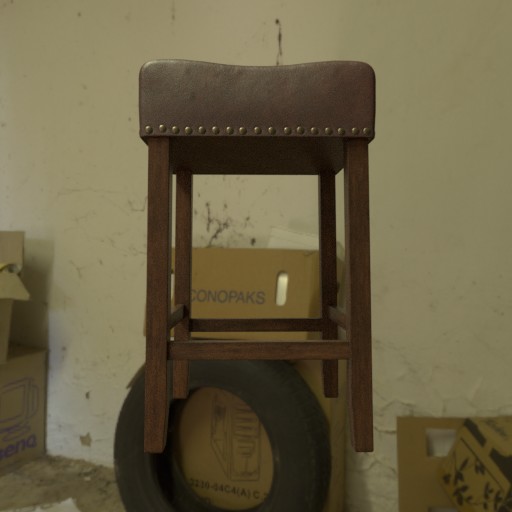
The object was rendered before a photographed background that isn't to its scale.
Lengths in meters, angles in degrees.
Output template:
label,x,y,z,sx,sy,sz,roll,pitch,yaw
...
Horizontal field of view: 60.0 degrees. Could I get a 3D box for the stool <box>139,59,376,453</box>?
label,x,y,z,sx,sy,sz,roll,pitch,yaw
stool,0.000,0.000,1.051,0.465,0.769,0.401,0,0,-1
